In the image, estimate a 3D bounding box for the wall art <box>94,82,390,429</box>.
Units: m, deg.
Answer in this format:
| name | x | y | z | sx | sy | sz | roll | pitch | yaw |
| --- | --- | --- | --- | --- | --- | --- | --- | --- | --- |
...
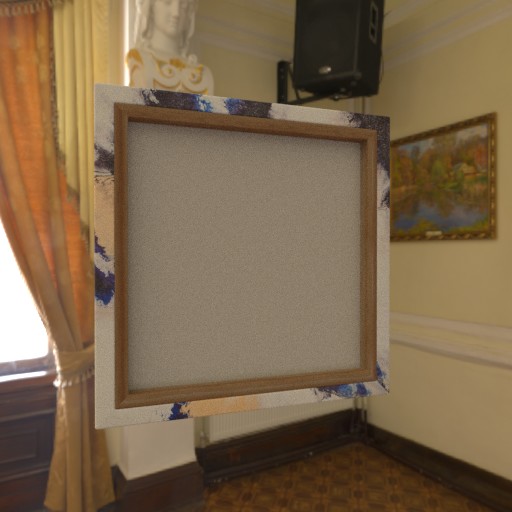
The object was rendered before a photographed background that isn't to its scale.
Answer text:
| name | x | y | z | sx | sy | sz | roll | pitch | yaw |
| --- | --- | --- | --- | --- | --- | --- | --- | --- | --- |
| wall art | 0.000 | 0.000 | 0.890 | 0.609 | 0.609 | 0.039 | 0 | 1 | -19 |
